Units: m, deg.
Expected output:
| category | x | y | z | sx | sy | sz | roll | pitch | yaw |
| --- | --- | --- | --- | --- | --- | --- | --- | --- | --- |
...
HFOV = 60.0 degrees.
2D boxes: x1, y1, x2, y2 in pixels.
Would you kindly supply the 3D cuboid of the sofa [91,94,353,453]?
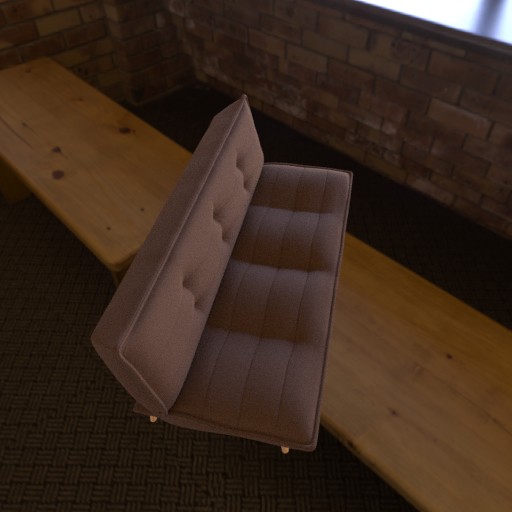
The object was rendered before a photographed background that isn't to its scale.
| category | x | y | z | sx | sy | sz | roll | pitch | yaw |
| --- | --- | --- | --- | --- | --- | --- | --- | --- | --- |
| sofa | 0.000 | 0.000 | 2.487 | 0.950 | 0.890 | 1.940 | 10 | 48 | 9 |
